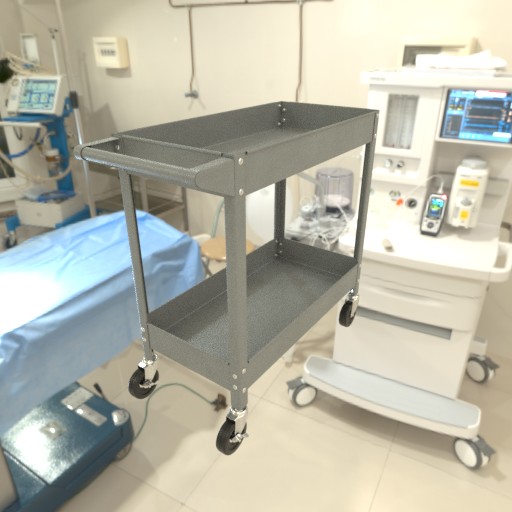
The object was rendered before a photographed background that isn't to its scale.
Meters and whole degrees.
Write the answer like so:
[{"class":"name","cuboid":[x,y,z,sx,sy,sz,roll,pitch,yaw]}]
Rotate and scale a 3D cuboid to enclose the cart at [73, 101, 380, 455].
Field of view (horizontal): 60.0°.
[{"class":"cart","cuboid":[0.000,0.000,1.230,0.366,0.719,0.779,18,31,32]}]
